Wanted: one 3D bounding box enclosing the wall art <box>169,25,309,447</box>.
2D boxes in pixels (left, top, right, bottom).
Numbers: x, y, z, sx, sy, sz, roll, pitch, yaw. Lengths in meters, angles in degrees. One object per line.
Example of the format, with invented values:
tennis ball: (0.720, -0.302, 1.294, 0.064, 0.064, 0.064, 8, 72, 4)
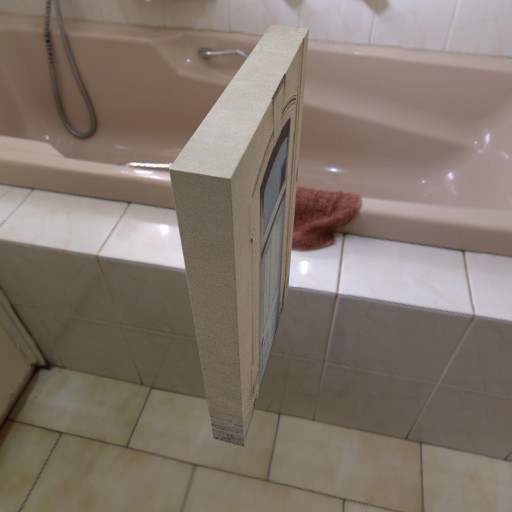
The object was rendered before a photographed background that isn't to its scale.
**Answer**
wall art: (0.000, 0.000, 0.477, 0.038, 0.381, 0.254, 11, 46, 10)
